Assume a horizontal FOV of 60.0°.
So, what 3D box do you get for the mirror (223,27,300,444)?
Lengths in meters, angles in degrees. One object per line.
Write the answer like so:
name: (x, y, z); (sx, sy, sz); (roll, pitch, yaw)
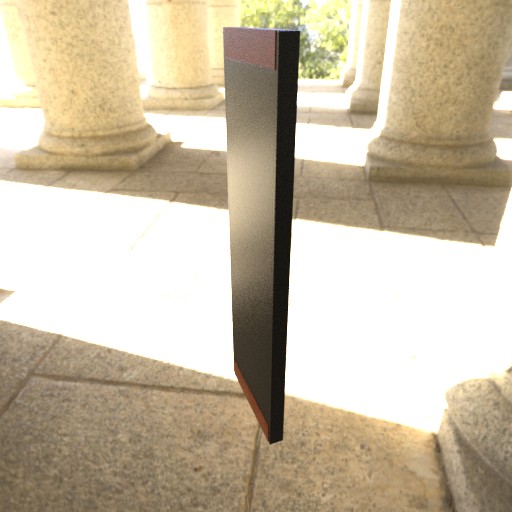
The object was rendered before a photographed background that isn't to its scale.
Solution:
mirror: (0.000, 0.000, 1.229); (0.047, 1.123, 0.343); (-10, 30, -19)
